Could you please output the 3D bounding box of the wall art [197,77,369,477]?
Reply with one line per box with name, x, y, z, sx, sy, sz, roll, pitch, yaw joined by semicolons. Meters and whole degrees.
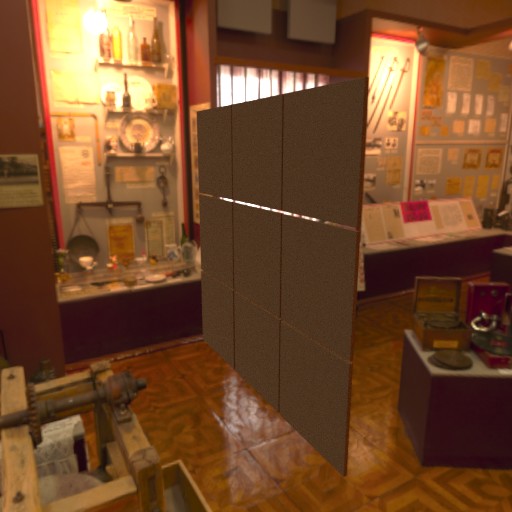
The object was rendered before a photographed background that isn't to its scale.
wall art;0.000;0.000;1.818;0.013;1.216;1.216;-7;15;-28
